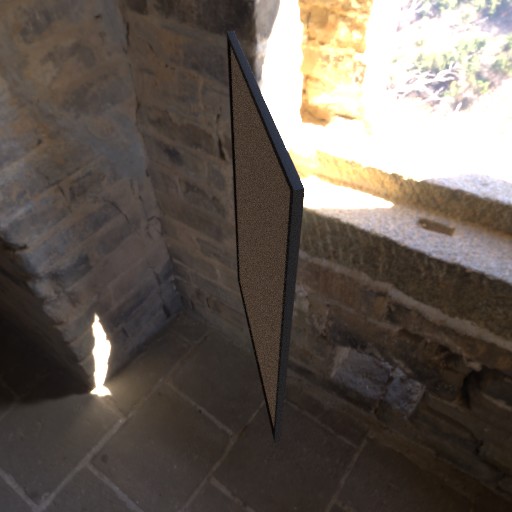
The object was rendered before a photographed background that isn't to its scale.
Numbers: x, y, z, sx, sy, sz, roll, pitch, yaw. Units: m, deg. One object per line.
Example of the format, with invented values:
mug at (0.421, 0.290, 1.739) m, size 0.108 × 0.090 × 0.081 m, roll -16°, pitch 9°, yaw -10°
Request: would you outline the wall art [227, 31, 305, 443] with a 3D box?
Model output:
wall art at (0.000, 0.000, 0.852) m, size 0.013 × 0.660 × 0.460 m, roll -8°, pitch 46°, yaw -8°
